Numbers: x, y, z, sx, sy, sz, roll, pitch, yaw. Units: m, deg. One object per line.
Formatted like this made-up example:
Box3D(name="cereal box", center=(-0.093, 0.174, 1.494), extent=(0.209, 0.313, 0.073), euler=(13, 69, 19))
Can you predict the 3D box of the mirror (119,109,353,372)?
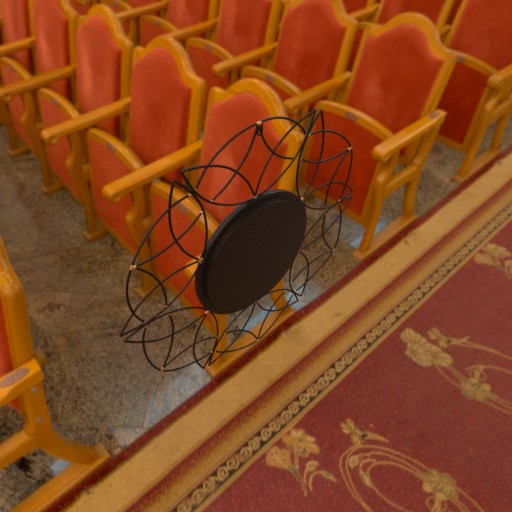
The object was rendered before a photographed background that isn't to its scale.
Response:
Box3D(name="mirror", center=(0.000, 0.000, 1.169), extent=(0.797, 0.775, 0.028), euler=(-32, 53, -28))
